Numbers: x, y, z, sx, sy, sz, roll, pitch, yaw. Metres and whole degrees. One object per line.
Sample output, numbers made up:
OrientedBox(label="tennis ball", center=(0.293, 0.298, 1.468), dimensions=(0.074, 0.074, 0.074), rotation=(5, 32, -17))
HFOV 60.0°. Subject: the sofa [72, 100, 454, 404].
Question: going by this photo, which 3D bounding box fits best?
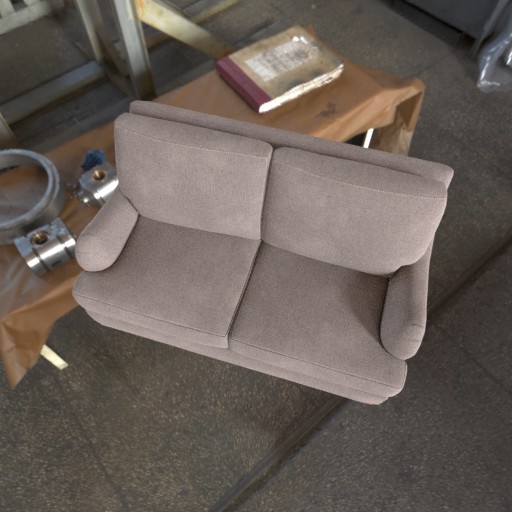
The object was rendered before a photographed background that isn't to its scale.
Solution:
OrientedBox(label="sofa", center=(0.000, 0.000, 2.511), dimensions=(1.853, 1.101, 1.084), rotation=(15, 61, 8))
